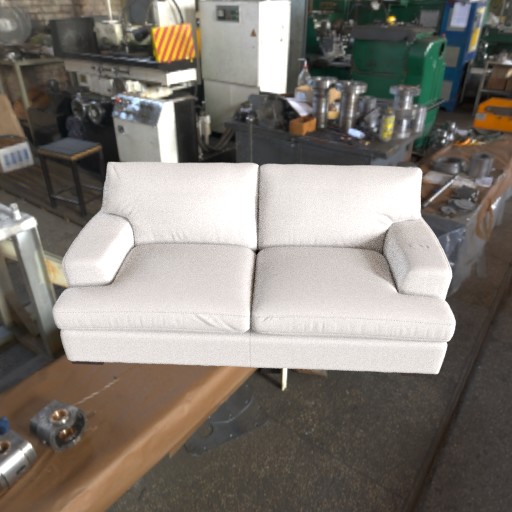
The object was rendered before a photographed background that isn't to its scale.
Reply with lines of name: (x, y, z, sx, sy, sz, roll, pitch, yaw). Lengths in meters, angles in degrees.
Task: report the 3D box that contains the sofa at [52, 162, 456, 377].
sofa: (0.000, 0.000, 2.797, 2.261, 0.940, 1.143, 1, 31, 2)
